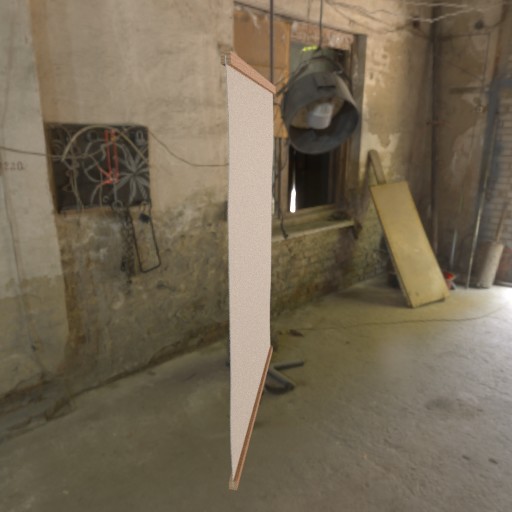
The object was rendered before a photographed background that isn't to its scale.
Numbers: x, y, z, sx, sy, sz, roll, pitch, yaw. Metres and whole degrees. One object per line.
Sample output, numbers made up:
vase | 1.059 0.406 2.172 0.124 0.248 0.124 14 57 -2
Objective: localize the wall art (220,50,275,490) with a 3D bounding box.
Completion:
wall art | 0.000 0.000 1.329 0.020 1.016 0.739 2 16 9
